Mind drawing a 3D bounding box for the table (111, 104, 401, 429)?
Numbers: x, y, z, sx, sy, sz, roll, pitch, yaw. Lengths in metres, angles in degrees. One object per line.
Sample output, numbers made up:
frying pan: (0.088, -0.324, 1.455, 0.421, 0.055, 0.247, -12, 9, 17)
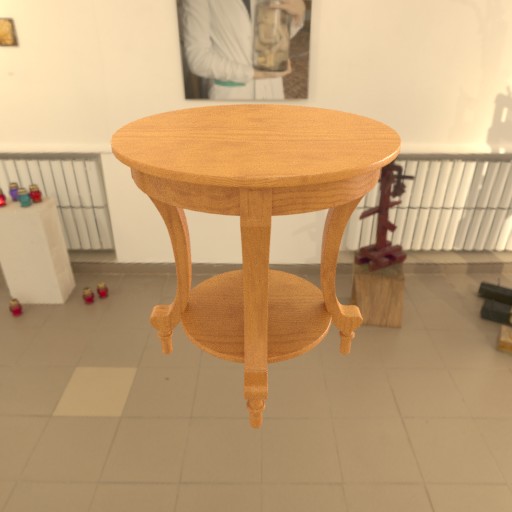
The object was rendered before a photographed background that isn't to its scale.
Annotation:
table: (0.000, 0.000, 1.093, 0.597, 0.612, 0.597, 0, 29, 0)
